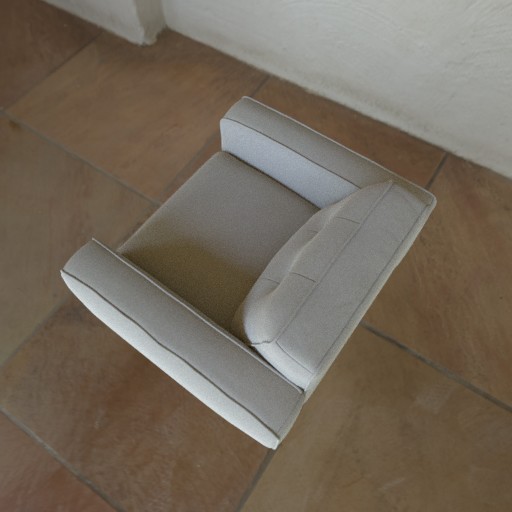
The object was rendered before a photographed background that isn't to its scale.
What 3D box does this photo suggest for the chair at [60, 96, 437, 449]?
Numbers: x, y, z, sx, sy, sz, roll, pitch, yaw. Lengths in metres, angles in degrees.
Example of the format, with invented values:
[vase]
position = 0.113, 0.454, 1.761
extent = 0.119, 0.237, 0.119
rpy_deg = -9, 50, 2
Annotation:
[chair]
position = 0.000, 0.000, 1.771
extent = 0.953, 0.779, 1.115
rpy_deg = 33, 67, 16
